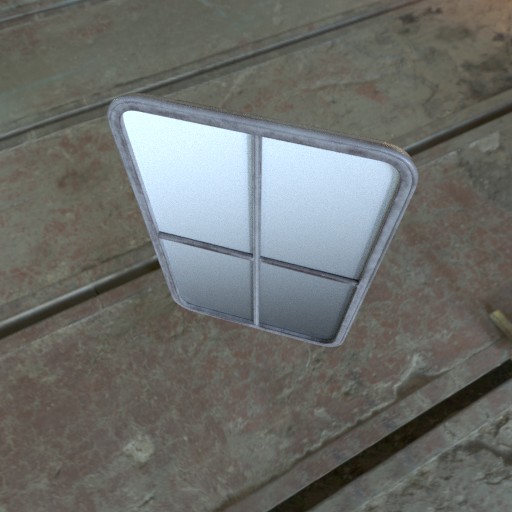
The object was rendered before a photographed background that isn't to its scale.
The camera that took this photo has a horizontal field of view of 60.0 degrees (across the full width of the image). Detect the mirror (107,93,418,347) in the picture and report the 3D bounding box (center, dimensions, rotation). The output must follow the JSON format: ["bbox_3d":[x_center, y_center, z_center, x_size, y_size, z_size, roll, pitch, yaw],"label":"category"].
[{"bbox_3d":[0.000,0.000,0.896,0.461,0.713,0.024,14,60,8],"label":"mirror"}]
